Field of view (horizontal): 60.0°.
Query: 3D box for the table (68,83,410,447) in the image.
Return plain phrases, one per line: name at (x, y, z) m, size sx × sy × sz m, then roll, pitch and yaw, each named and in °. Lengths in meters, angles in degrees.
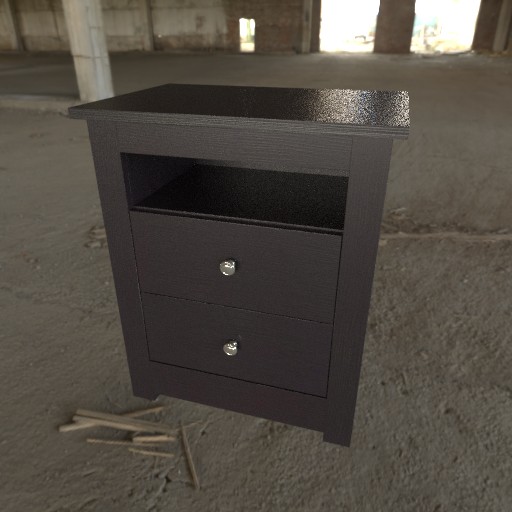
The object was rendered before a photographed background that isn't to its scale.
table at (0.000, 0.000, 1.056) m, size 0.589 × 0.711 × 0.408 m, roll 8°, pitch 28°, yaw 15°
